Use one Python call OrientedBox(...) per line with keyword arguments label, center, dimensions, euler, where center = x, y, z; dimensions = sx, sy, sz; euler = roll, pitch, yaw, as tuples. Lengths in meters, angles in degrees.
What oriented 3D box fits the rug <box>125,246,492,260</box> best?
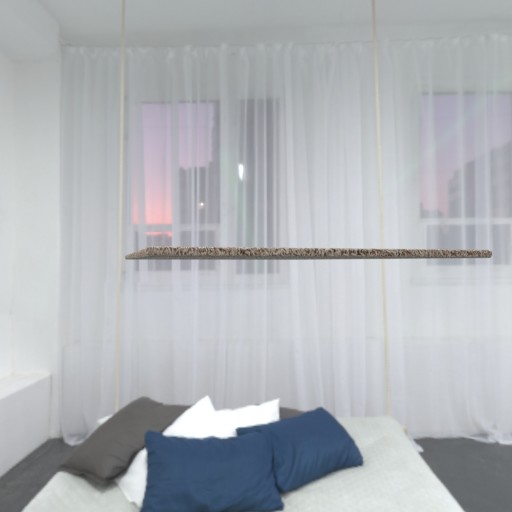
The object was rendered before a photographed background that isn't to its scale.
OrientedBox(label="rug", center=(0.000, 0.000, 2.247), dimensions=(1.219, 0.030, 1.778), euler=(0, -1, -18))
